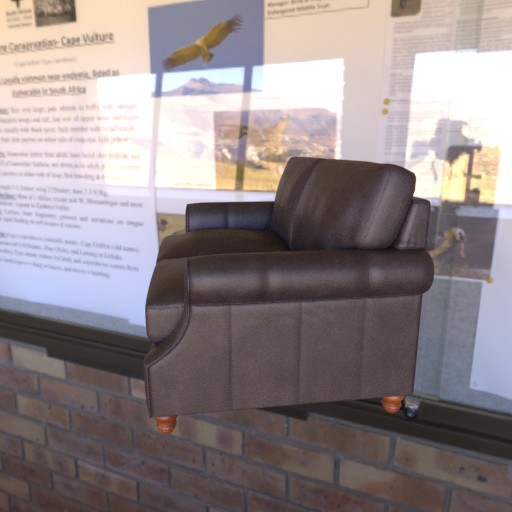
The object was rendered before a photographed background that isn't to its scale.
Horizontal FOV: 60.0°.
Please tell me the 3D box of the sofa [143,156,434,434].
[{"bbox_3d":[0.000,0.000,2.283,1.030,0.979,1.663,-2,14,-8],"label":"sofa"}]
